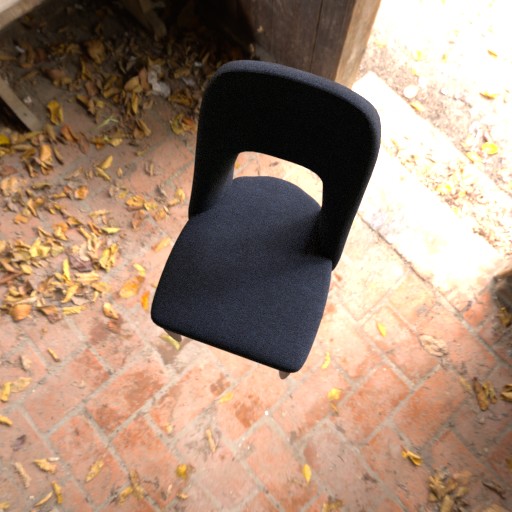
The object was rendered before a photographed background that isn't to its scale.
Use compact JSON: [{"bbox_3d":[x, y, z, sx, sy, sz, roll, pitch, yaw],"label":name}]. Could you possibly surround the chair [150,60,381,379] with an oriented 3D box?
[{"bbox_3d":[0.000,0.000,1.299,0.470,0.931,0.612,19,76,5],"label":"chair"}]
